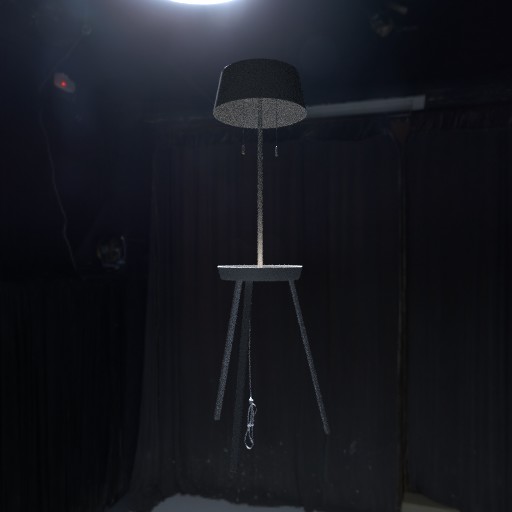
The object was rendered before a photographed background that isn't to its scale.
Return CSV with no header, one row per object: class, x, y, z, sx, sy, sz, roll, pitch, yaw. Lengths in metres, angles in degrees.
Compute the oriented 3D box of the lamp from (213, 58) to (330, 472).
lamp,0.000,0.000,1.681,0.508,1.429,0.468,0,0,18
